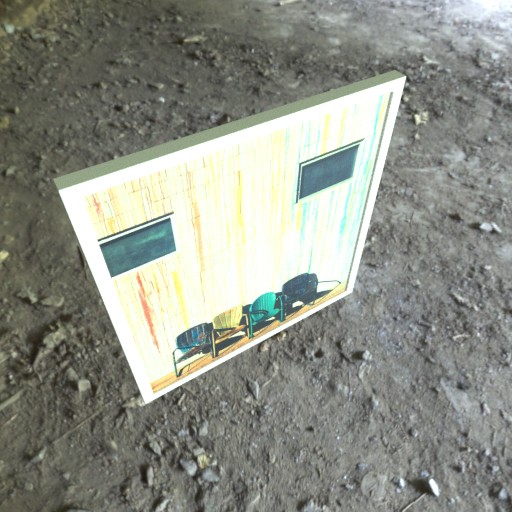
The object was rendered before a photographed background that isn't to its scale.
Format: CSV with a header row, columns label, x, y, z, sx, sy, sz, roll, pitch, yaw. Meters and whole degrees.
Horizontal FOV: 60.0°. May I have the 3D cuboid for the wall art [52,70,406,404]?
label,x,y,z,sx,sy,sz,roll,pitch,yaw
wall art,0.000,0.000,1.125,0.760,0.760,0.036,-25,51,-21
